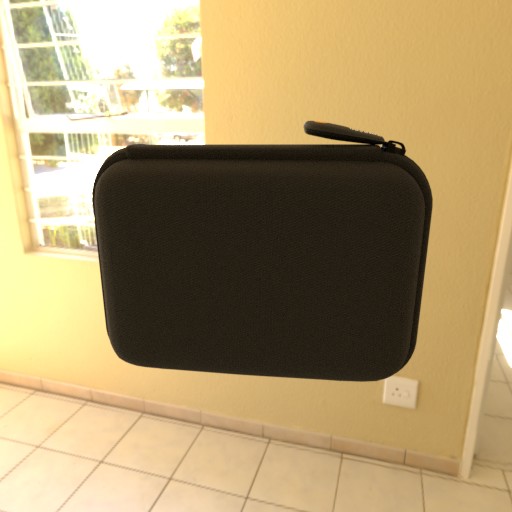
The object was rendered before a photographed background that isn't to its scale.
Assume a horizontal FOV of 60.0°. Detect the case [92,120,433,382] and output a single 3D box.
[{"bbox_3d":[0.000,0.000,0.180,0.132,0.105,0.038,2,17,7],"label":"case"}]
